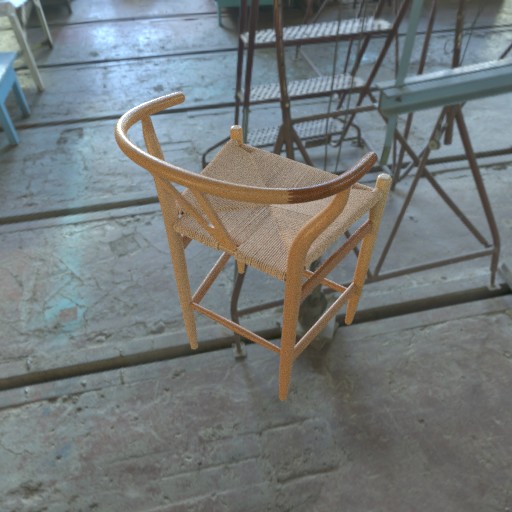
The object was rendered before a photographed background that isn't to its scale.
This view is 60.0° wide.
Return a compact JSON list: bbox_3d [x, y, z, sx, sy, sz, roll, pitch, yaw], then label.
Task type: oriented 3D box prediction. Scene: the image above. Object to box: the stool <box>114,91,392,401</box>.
[{"bbox_3d":[0.000,0.000,1.263,0.536,0.923,0.575,24,51,22],"label":"stool"}]
